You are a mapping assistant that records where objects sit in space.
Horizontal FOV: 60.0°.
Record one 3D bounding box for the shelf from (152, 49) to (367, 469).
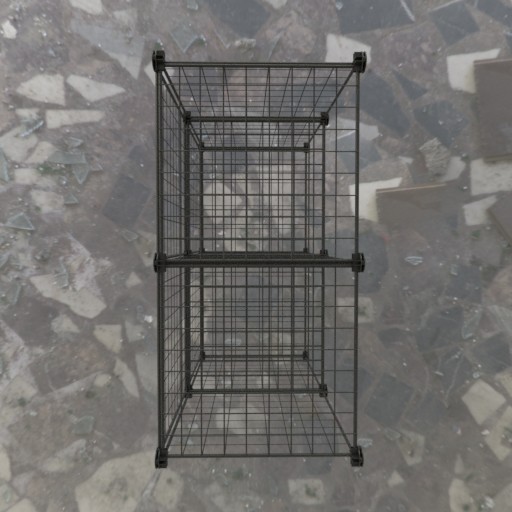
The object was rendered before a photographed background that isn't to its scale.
[{"bbox_3d":[0.000,0.000,1.097,0.356,0.711,0.711,0,92,-1],"label":"shelf"}]
